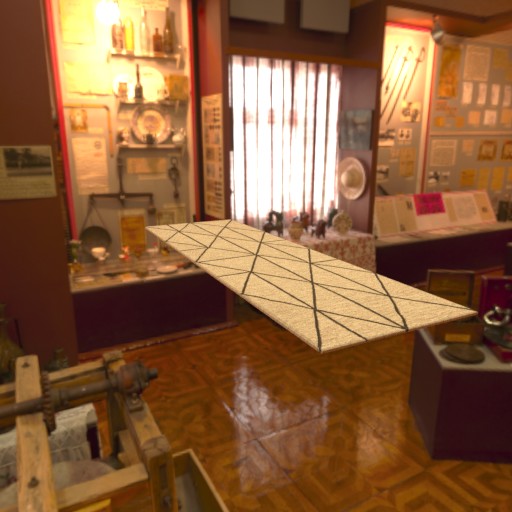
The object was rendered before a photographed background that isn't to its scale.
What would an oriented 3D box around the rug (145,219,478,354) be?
[{"bbox_3d":[0.000,0.000,2.661,0.762,0.012,2.438,-7,16,-26],"label":"rug"}]
